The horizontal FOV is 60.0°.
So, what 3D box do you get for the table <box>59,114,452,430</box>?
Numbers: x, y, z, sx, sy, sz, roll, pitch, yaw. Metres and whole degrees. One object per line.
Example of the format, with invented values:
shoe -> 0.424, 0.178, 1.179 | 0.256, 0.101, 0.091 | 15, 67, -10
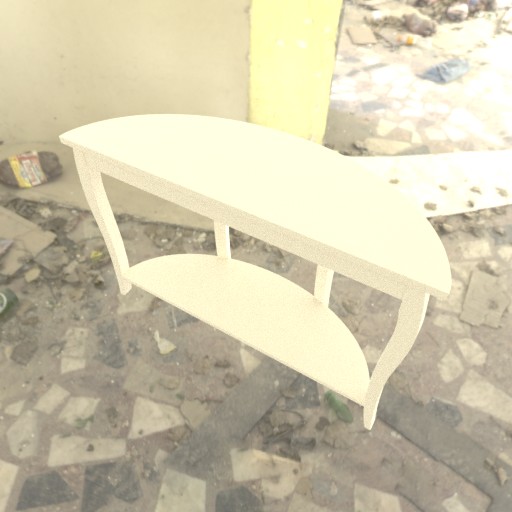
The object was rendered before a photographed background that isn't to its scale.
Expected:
table -> 0.000, 0.000, 1.577 | 1.219, 0.780, 0.394 | 24, 51, 21
